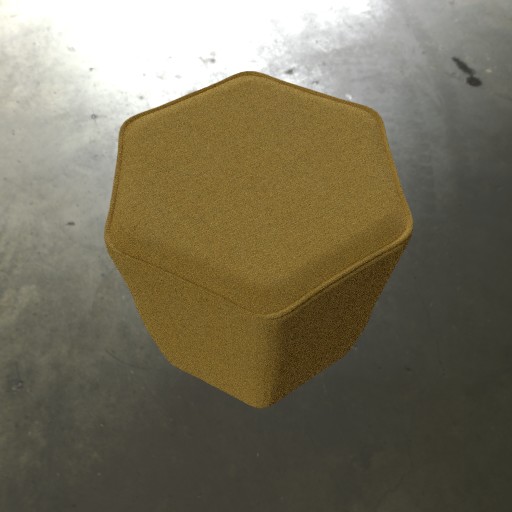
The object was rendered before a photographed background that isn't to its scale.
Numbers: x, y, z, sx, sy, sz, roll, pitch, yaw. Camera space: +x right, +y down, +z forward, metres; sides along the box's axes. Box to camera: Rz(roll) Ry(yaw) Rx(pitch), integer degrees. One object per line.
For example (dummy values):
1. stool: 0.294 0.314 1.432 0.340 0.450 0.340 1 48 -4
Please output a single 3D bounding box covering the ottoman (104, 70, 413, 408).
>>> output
1. ottoman: 0.000 0.000 0.873 0.494 0.502 0.443 -29 63 -17
